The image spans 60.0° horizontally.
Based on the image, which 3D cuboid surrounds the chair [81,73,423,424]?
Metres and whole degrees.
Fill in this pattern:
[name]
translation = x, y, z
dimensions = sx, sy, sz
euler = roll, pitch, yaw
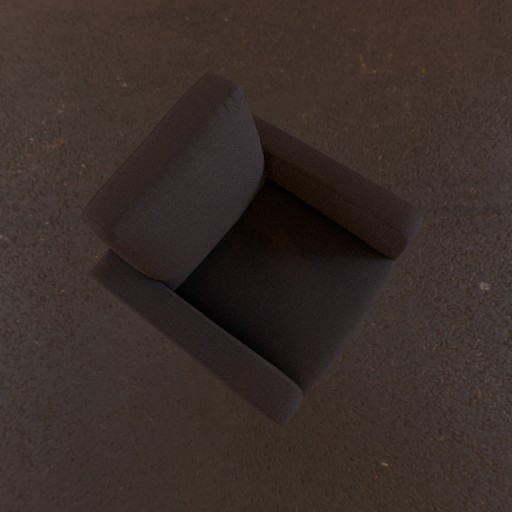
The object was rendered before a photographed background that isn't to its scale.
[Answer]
[chair]
translation = 0.000, 0.000, 1.514
dimensions = 0.863, 0.855, 0.798
euler = 36, 77, 10
